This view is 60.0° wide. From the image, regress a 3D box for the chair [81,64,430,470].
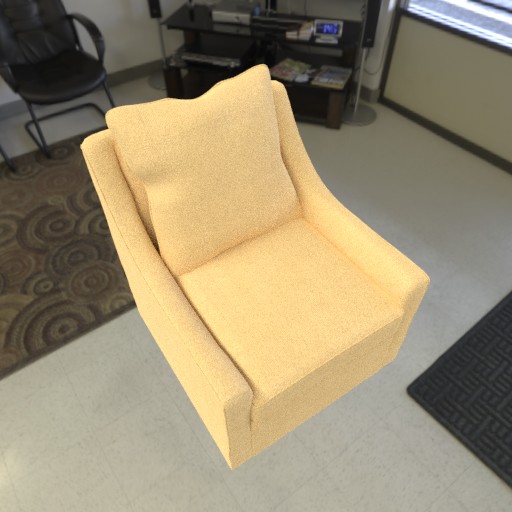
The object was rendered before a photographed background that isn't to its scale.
[{"bbox_3d":[0.000,0.000,1.514,0.760,0.927,0.876,-26,52,-22],"label":"chair"}]
